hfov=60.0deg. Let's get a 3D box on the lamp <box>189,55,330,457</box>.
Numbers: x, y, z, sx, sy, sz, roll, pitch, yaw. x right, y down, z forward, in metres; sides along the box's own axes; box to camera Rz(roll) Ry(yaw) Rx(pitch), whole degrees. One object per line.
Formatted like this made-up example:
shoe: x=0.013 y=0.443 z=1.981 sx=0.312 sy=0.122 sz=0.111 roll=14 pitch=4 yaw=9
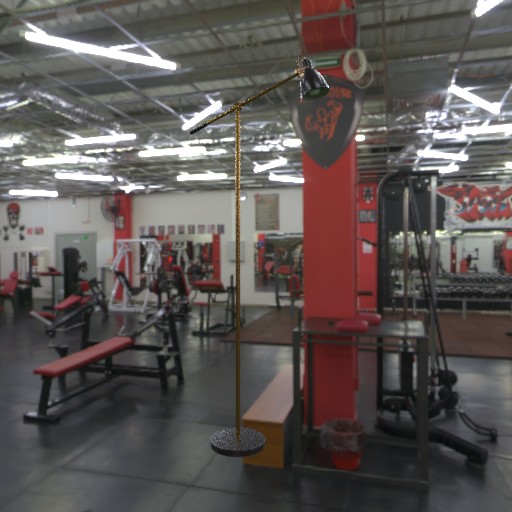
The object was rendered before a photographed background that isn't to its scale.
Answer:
lamp: x=0.000 y=0.000 z=1.873 sx=0.618 sy=1.628 sz=0.235 roll=0 pitch=1 yaw=19
